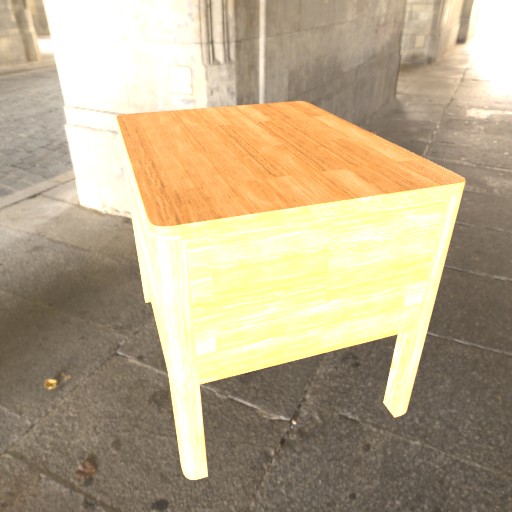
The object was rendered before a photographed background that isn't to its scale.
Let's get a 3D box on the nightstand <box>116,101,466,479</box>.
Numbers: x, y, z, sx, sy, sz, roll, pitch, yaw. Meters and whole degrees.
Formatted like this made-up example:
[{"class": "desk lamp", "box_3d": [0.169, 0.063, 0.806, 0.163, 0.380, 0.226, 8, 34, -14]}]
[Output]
[{"class": "nightstand", "box_3d": [0.000, 0.000, 0.899, 0.440, 0.470, 0.560, -10, 32, -16]}]
